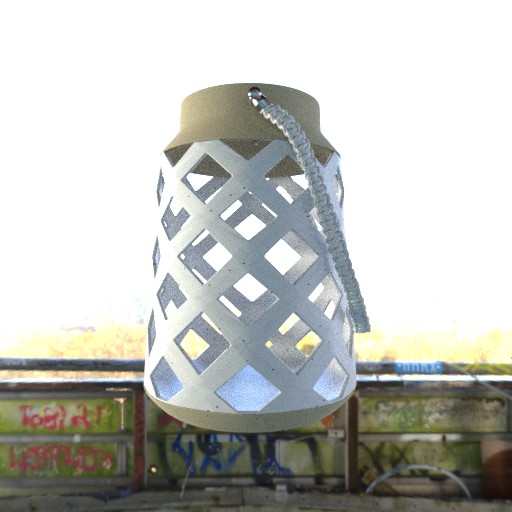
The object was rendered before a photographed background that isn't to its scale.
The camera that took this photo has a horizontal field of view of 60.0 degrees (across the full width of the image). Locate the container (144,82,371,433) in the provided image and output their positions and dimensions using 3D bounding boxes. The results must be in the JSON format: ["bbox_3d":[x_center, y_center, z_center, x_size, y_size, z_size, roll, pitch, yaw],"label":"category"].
[{"bbox_3d":[0.000,0.000,0.398,0.198,0.264,0.188,0,0,0],"label":"container"}]
